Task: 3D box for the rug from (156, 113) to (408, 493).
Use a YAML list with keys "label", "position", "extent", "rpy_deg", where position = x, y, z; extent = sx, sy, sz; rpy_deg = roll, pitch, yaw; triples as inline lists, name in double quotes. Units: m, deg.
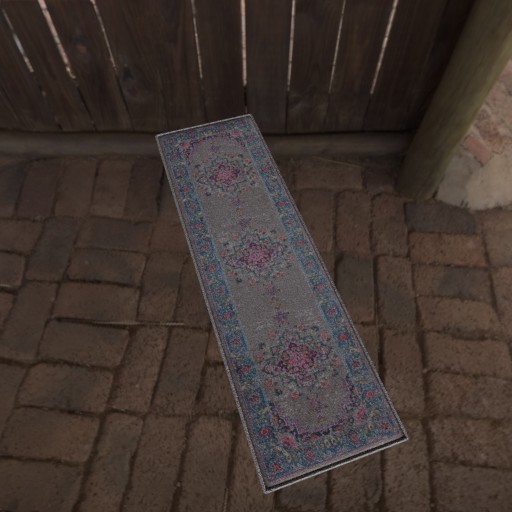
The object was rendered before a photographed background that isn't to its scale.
- label: "rug"
  position: [0.000, 0.000, 2.008]
  extent: [0.553, 0.012, 1.827]
  rpy_deg: [-16, 59, -10]
